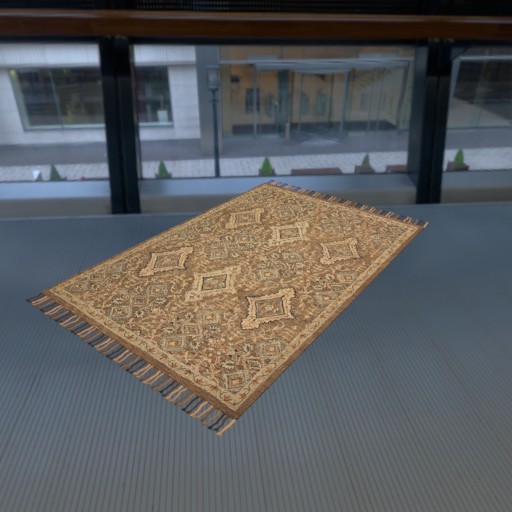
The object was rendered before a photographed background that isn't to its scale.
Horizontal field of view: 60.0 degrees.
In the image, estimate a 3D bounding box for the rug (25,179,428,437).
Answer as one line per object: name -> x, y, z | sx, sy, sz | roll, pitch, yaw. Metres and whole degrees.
rug -> 0.000, 0.000, 3.007 | 1.516, 0.010, 2.434 | 21, 37, 32
